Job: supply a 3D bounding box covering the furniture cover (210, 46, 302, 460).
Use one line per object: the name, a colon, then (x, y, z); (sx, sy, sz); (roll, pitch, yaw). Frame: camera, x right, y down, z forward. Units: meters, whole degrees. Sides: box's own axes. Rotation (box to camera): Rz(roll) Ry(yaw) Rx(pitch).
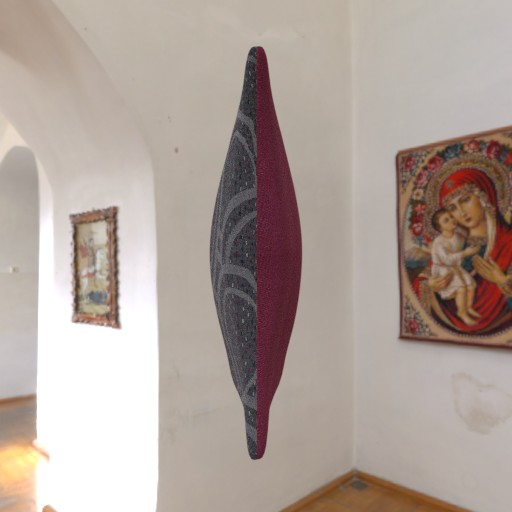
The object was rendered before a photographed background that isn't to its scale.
furniture cover: (0.000, 0.000, 0.799); (0.163, 0.513, 0.514); (0, -1, 0)
